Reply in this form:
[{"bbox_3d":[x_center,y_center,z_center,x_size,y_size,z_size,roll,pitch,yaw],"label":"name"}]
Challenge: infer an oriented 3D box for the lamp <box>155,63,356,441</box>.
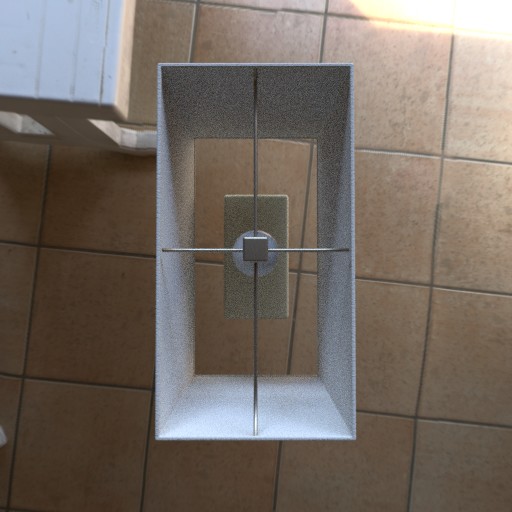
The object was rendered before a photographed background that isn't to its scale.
[{"bbox_3d":[0.000,0.000,0.689,0.200,0.515,0.380,0,89,0],"label":"lamp"}]
